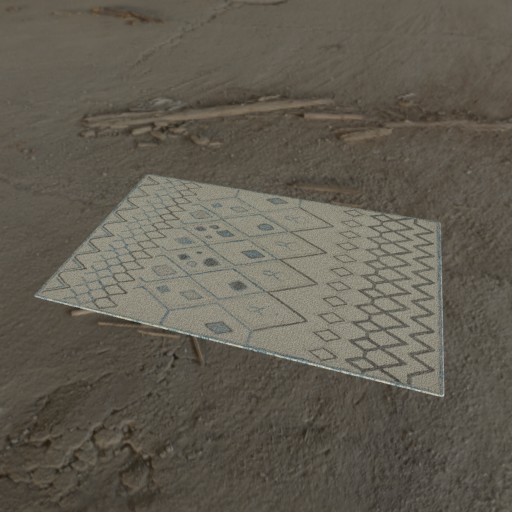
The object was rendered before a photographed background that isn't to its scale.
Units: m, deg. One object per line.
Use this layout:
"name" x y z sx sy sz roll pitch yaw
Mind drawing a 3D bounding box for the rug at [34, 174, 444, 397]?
"rug" 0.000 0.000 3.048 2.439 0.015 1.524 11 43 12
